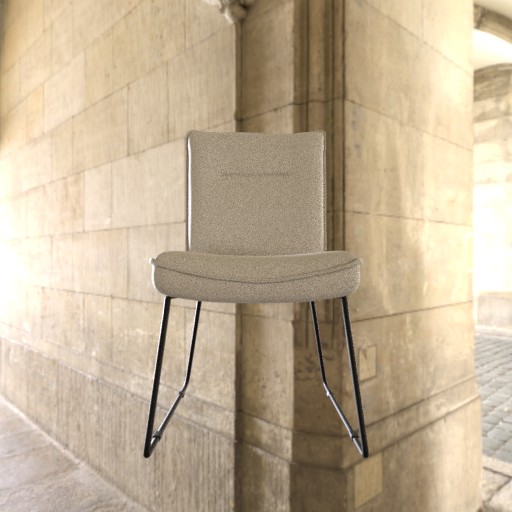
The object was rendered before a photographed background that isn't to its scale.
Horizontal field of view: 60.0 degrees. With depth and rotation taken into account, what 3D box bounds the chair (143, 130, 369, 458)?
[{"bbox_3d":[0.000,0.000,1.334,0.515,0.930,0.688,0,0,0],"label":"chair"}]
